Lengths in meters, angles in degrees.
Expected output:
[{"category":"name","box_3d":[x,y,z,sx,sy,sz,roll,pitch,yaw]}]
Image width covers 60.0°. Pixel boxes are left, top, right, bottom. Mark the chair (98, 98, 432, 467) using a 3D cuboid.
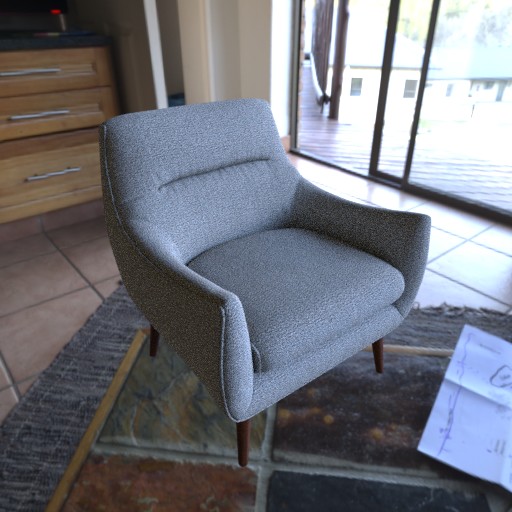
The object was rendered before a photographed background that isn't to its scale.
[{"category":"chair","box_3d":[0.000,0.000,1.415,0.762,0.838,0.787,-20,35,-32]}]
